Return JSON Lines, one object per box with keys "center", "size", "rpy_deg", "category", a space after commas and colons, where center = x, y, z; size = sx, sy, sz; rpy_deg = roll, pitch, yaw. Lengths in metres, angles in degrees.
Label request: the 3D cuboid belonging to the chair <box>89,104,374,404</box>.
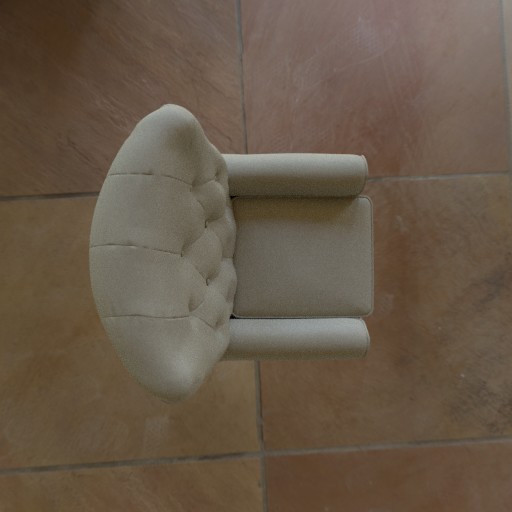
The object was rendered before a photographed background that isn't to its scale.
{"center": [0.000, 0.000, 1.890], "size": [1.059, 1.158, 0.943], "rpy_deg": [0, 89, -1], "category": "chair"}
